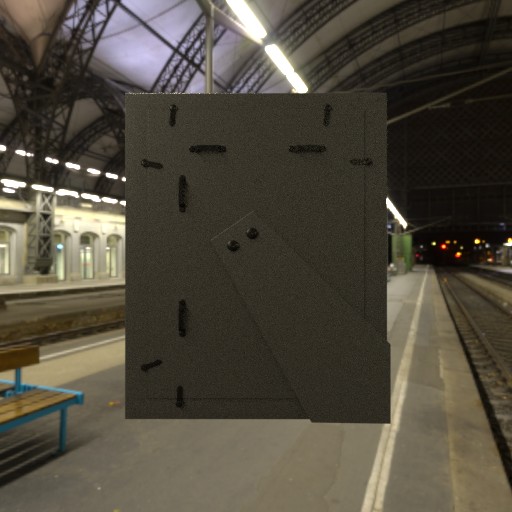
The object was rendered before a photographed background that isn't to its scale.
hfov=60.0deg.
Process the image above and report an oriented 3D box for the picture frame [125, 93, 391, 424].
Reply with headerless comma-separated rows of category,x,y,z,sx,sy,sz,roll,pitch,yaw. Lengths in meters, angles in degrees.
picture frame,0.000,0.000,0.524,0.307,0.383,0.036,0,0,0
